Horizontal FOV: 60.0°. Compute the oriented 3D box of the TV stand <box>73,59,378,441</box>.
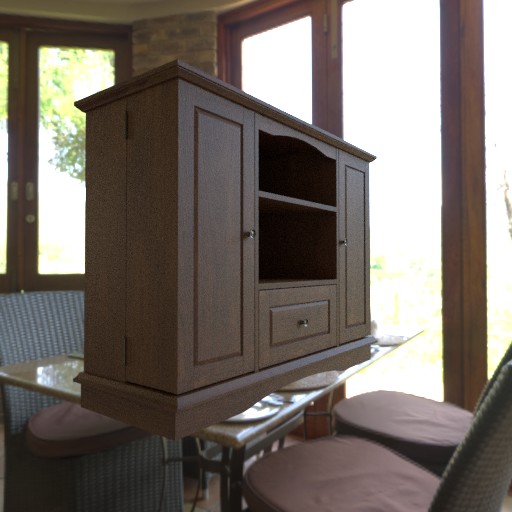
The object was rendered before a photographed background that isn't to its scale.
[{"bbox_3d":[0.000,0.000,1.474,0.406,0.813,1.067,-1,-1,38],"label":"TV stand"}]
